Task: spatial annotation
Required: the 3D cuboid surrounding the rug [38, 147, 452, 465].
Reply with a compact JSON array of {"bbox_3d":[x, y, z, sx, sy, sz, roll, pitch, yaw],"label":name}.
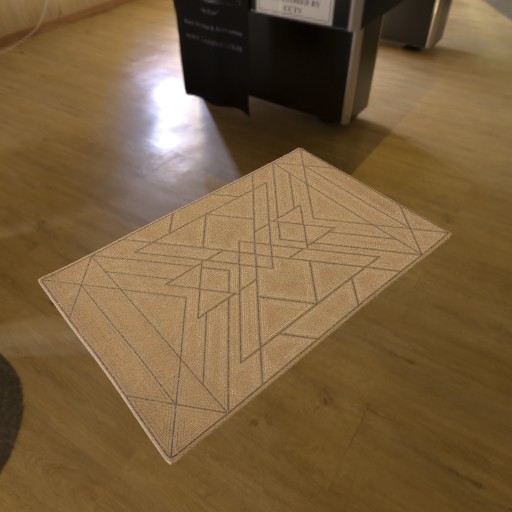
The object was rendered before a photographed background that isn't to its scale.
[{"bbox_3d":[0.000,0.000,3.076,2.459,0.023,1.575,-32,53,-28],"label":"rug"}]
